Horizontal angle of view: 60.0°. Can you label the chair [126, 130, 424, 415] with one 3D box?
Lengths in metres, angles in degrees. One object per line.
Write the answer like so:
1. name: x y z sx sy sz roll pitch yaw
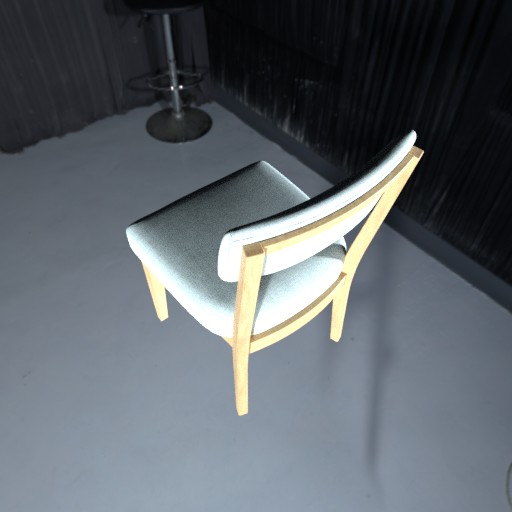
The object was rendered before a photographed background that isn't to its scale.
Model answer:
1. chair: 0.000 0.000 1.228 0.508 0.832 0.572 -31 56 -25
